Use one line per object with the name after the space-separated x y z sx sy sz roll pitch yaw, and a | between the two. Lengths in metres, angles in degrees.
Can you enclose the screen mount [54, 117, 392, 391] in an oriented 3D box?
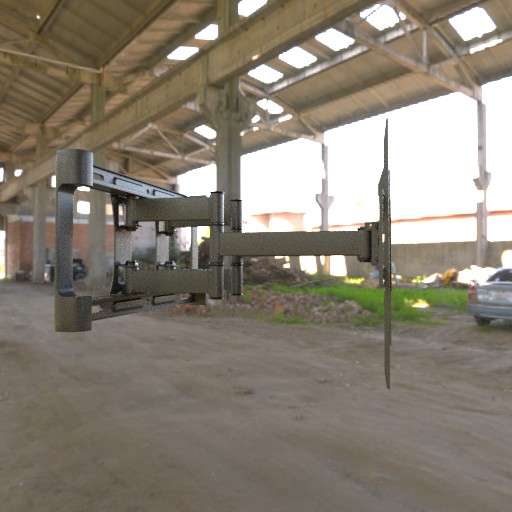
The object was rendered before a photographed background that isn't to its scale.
0.000 0.000 0.951 0.556 0.424 0.571 0 -1 17 | screen mount
